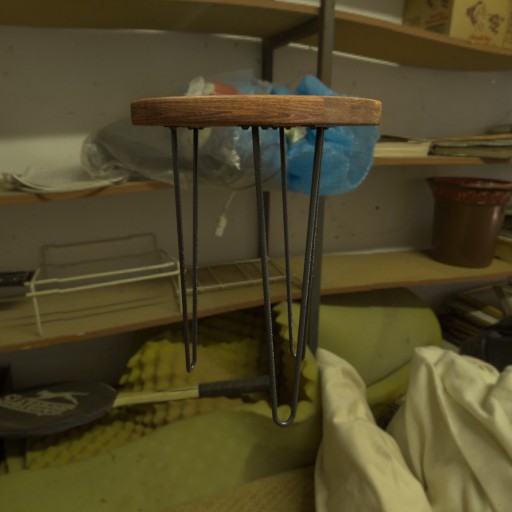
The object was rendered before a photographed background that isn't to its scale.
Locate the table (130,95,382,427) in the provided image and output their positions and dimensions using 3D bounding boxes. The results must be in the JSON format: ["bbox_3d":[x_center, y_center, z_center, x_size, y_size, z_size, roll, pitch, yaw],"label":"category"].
[{"bbox_3d":[0.000,0.000,0.800,0.400,0.520,0.400,0,16,0],"label":"table"}]
